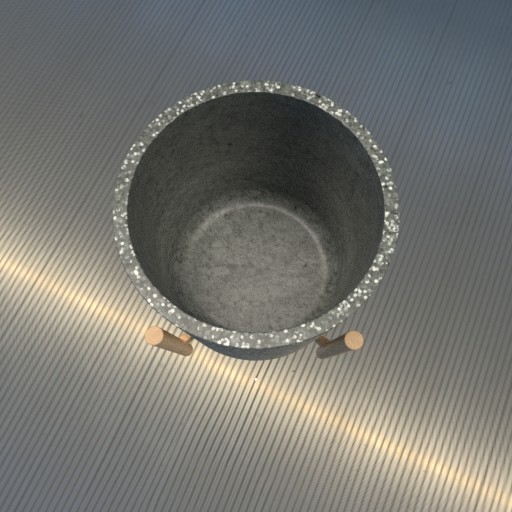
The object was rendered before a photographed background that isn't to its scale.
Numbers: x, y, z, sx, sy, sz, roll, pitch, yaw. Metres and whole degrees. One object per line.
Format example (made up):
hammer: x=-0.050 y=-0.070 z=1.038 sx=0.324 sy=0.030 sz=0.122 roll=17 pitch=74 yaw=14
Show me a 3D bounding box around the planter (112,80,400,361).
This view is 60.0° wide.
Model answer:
planter: x=0.000 y=0.000 z=0.670 sx=0.360 sy=0.419 sz=0.360 roll=-21 pitch=75 yaw=-6
